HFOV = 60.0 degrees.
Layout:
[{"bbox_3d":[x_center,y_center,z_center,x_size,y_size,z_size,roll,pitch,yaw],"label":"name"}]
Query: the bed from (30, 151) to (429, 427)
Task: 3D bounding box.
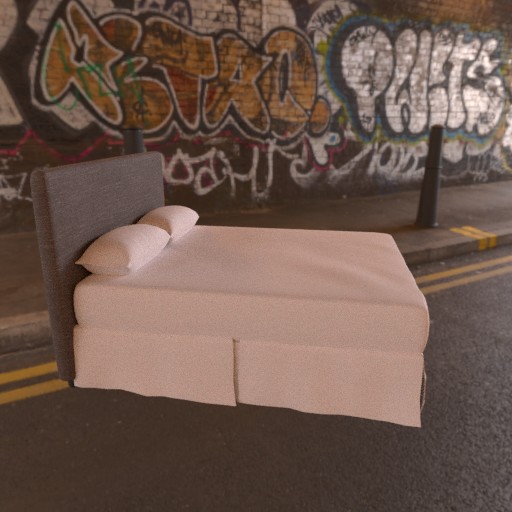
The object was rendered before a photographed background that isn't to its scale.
[{"bbox_3d":[0.000,0.000,3.111,2.142,1.330,1.723,3,17,9],"label":"bed"}]
